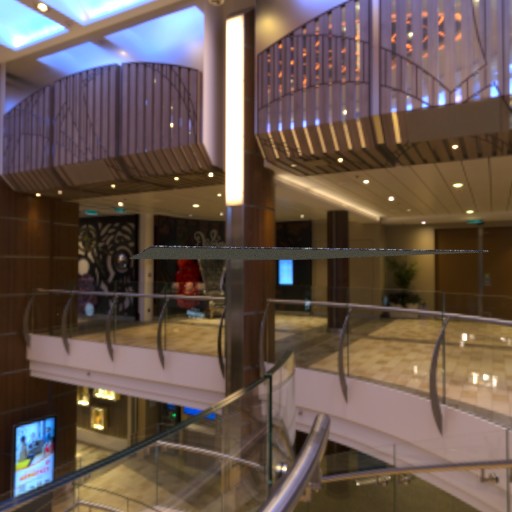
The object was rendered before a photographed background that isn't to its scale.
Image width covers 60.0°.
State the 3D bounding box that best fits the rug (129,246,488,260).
[{"bbox_3d":[0.000,0.000,2.317,1.219,0.005,1.828,0,-2,-18],"label":"rug"}]
